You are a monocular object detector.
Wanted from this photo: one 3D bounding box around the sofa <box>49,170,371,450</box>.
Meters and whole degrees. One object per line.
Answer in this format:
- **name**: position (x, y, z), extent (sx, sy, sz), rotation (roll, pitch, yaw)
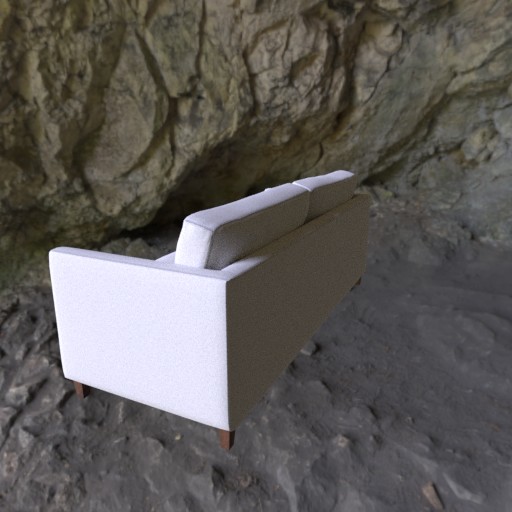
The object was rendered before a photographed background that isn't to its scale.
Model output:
- **sofa**: position (0.000, 0.000, 2.831), extent (0.951, 0.962, 2.361), rotation (8, 18, 25)
